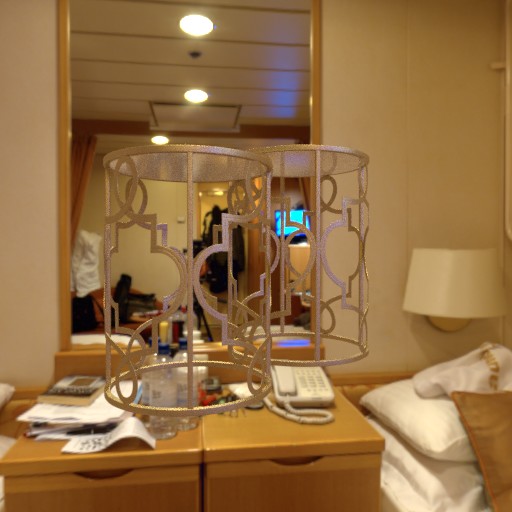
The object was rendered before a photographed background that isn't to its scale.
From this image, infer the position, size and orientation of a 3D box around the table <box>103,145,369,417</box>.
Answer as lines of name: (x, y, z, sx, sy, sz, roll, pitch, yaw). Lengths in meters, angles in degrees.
table: (0.000, 0.000, 1.162, 0.420, 0.564, 0.846, 0, 1, 36)
